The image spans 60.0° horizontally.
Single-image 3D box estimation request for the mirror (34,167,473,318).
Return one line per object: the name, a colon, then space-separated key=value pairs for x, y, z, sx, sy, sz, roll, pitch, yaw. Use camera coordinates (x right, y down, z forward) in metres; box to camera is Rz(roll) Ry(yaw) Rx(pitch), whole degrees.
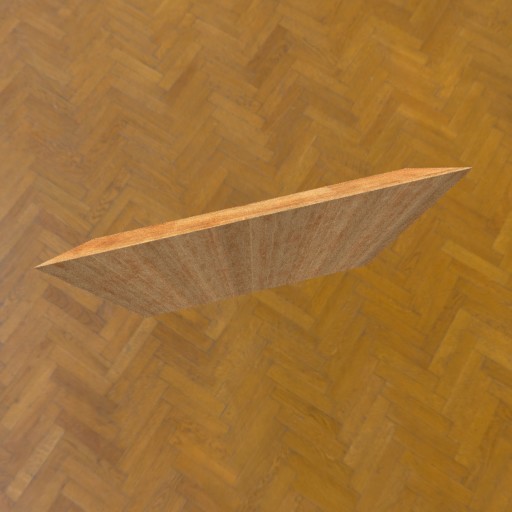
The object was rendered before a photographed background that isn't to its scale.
mirror: x=0.000 y=0.000 z=0.959 sx=0.651 sy=0.651 sz=0.047 roll=-13 pitch=76 yaw=-3
